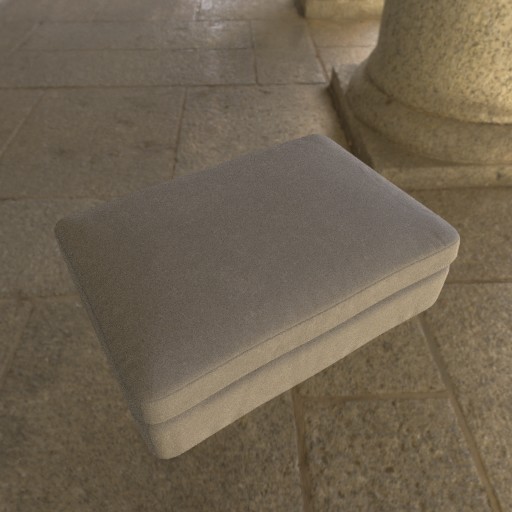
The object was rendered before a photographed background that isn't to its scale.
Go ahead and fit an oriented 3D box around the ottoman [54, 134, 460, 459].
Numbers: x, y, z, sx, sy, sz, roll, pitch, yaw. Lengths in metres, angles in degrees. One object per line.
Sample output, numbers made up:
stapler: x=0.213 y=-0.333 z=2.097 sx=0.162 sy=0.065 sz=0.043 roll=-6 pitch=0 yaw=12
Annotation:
ottoman: x=0.000 y=0.000 z=1.609 sx=1.199 sy=0.429 sz=0.840 roll=-24 pitch=50 yaw=-22
